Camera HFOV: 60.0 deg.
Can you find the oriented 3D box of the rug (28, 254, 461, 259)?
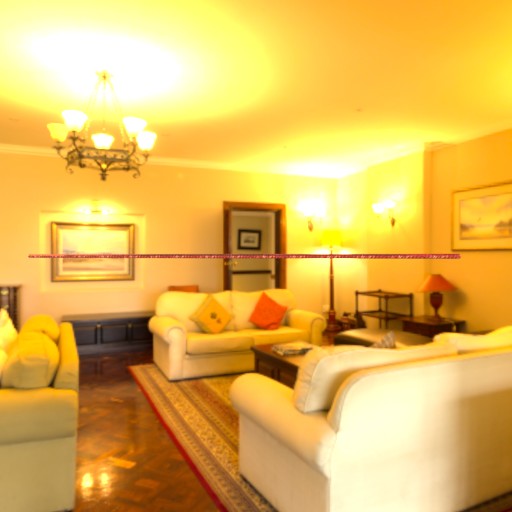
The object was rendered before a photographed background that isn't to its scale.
[{"bbox_3d":[0.000,0.000,2.340,1.835,0.018,1.230,0,0,18],"label":"rug"}]
